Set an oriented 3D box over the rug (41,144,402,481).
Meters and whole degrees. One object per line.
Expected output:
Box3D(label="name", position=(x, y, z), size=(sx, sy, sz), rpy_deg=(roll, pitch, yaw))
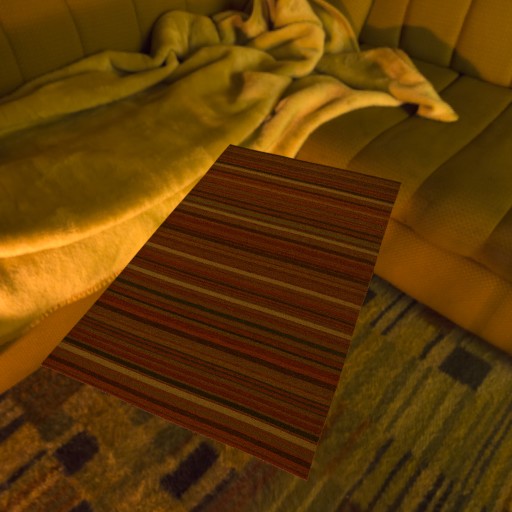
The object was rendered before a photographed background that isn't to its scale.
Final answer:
Box3D(label="rug", position=(0.000, 0.000, 2.985), size=(1.523, 0.008, 2.438), rpy_deg=(17, 48, 16))
